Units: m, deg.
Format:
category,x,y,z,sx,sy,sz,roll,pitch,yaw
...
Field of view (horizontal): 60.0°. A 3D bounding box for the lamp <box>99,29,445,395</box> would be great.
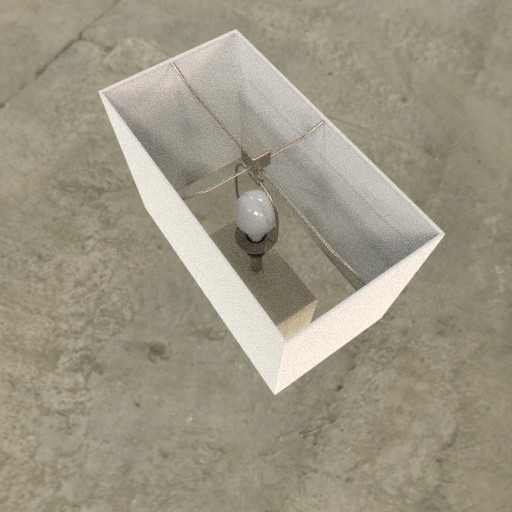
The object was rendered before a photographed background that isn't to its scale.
category,x,y,z,sx,sy,sz,roll,pitch,yaw
lamp,0.000,0.000,0.706,0.200,0.515,0.380,-32,67,-15
